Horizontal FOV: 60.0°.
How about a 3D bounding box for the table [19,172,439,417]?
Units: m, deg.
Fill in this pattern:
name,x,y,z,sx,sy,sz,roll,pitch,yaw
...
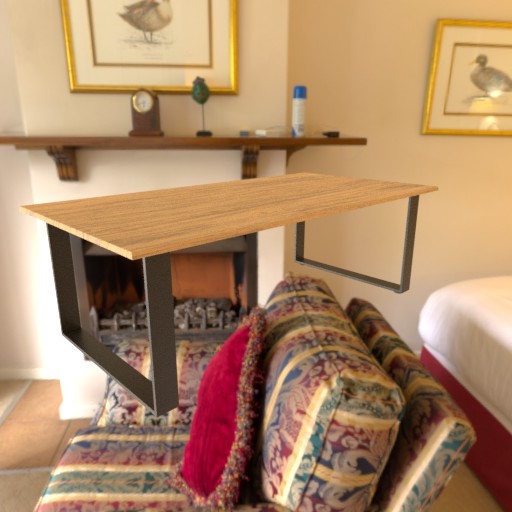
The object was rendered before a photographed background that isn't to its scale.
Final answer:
name,x,y,z,sx,sy,sz,roll,pitch,yaw
table,0.000,0.000,1.609,1.331,0.445,0.693,-16,23,-41
